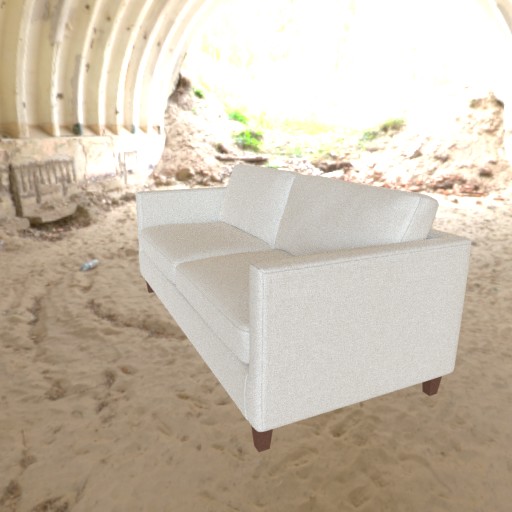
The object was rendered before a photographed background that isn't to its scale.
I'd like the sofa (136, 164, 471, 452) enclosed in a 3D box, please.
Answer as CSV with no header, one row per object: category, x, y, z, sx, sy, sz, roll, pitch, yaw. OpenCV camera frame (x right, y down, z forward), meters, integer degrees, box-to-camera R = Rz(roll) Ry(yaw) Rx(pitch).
sofa,0.000,0.000,2.442,0.965,0.889,1.981,-7,17,-24
